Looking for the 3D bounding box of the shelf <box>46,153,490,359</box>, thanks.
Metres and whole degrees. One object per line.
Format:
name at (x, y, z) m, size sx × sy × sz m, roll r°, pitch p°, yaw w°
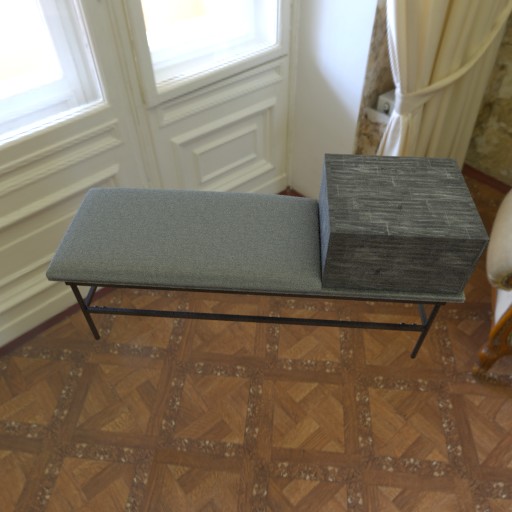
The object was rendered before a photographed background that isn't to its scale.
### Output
shelf at (0.000, 0.000, 1.618) m, size 1.342 × 0.633 × 0.457 m, roll 3°, pitch 46°, yaw 3°
